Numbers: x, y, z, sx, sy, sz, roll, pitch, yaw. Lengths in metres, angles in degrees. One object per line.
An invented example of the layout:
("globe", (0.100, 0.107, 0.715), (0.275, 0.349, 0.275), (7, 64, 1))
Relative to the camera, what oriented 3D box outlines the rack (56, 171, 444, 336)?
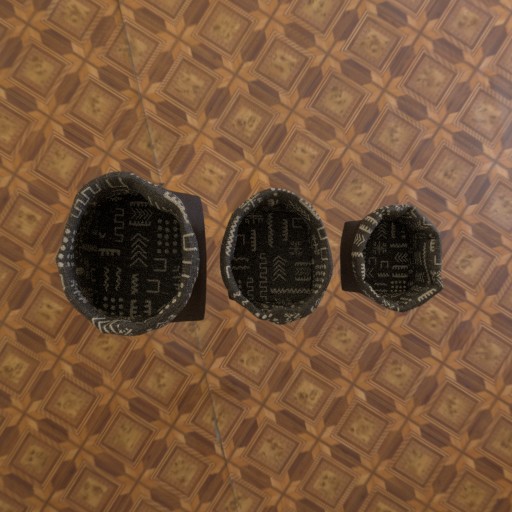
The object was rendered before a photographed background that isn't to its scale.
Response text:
("rack", (0.000, 0.000, 1.108), (0.905, 0.323, 0.379), (0, 91, 0))
